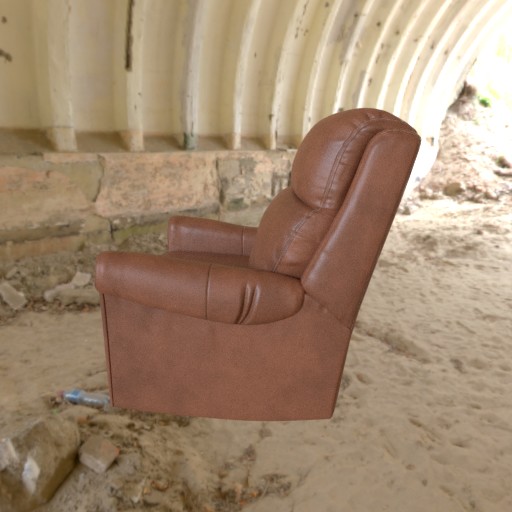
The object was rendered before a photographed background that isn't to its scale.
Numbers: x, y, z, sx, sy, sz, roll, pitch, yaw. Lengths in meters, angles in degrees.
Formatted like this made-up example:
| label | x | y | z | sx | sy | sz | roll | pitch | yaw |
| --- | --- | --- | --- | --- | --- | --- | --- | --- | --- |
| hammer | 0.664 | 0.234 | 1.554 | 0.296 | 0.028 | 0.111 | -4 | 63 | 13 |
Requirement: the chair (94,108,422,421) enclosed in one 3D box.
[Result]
| label | x | y | z | sx | sy | sz | roll | pitch | yaw |
| --- | --- | --- | --- | --- | --- | --- | --- | --- | --- |
| chair | 0.000 | 0.000 | 1.719 | 1.014 | 1.054 | 0.838 | 2 | 15 | 7 |
